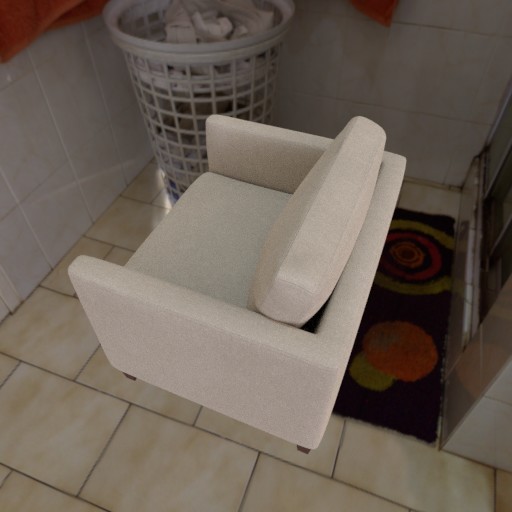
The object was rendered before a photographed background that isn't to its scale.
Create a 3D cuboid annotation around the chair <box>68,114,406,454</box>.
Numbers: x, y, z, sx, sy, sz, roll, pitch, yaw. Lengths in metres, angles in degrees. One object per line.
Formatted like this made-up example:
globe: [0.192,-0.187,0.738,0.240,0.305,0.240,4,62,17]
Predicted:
chair: [0.000,0.000,1.848,0.959,0.961,1.107,17,50,15]
